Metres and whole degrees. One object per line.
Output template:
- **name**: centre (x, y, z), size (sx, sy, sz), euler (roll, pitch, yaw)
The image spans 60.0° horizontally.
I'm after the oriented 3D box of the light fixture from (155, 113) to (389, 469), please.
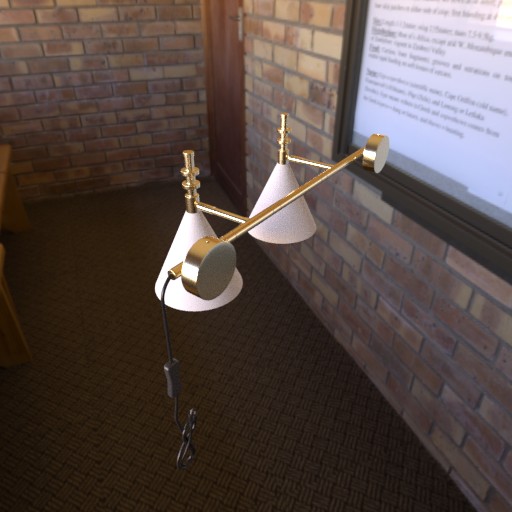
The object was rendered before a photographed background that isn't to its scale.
- **light fixture**: centre (0.000, 0.000, 0.862), size (0.239, 0.468, 0.642), euler (21, 38, 30)
